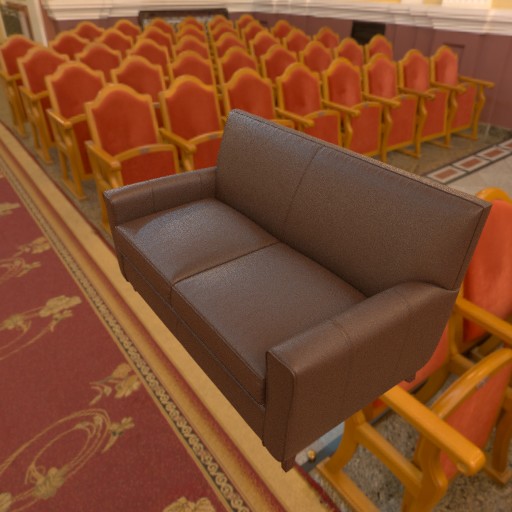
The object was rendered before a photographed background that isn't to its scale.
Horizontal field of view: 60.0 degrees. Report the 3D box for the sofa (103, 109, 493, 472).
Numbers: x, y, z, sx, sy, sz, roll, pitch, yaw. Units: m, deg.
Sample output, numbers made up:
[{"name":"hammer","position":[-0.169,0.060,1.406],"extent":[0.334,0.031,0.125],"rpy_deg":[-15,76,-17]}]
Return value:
[{"name":"sofa","position":[0.000,0.000,1.954],"extent":[0.853,0.859,1.468],"rpy_deg":[-21,38,-30]}]
